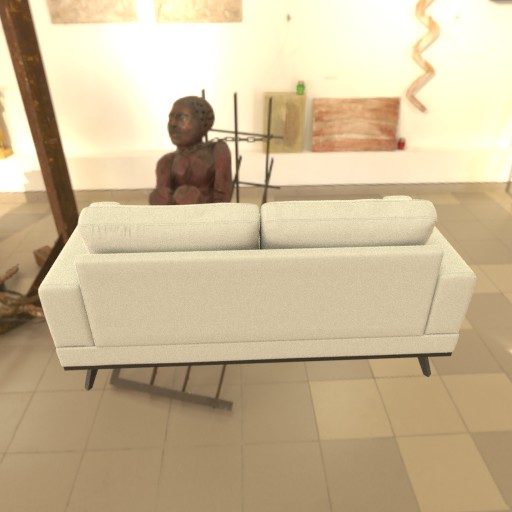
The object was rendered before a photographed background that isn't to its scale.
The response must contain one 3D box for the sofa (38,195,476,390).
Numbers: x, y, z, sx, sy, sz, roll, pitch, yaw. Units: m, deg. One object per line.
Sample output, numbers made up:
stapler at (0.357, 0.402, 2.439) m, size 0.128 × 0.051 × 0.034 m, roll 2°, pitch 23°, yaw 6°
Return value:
sofa at (0.000, 0.000, 2.110) m, size 1.650 × 0.810 × 0.920 m, roll -2°, pitch 32°, yaw -2°
